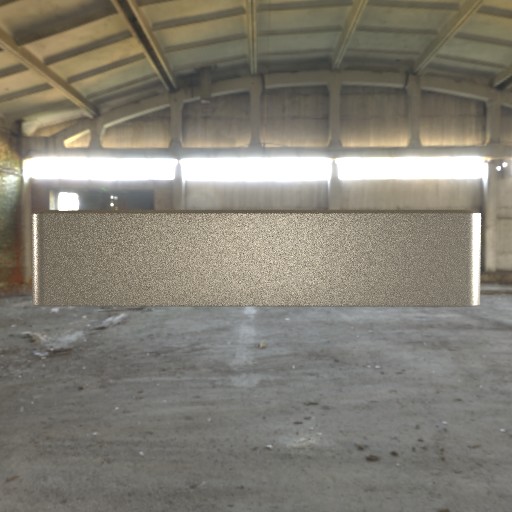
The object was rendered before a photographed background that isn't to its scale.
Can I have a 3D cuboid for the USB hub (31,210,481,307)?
[{"bbox_3d":[0.000,0.000,0.127,0.110,0.023,0.044,0,1,0],"label":"USB hub"}]
